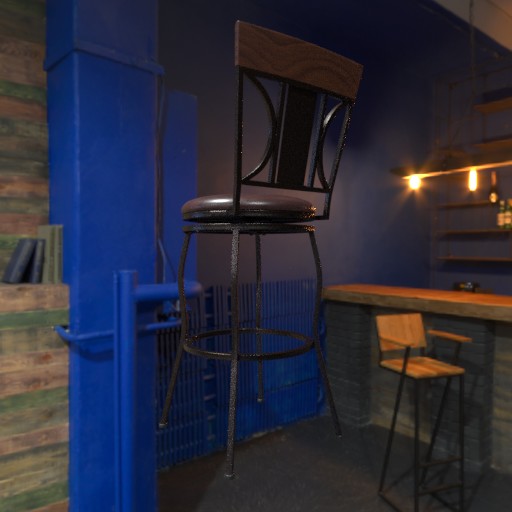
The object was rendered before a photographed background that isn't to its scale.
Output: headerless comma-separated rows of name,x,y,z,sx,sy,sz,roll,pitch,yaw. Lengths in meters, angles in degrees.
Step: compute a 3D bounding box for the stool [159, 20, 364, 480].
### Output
stool,0.000,0.000,1.380,0.448,1.130,0.513,-1,1,-36
